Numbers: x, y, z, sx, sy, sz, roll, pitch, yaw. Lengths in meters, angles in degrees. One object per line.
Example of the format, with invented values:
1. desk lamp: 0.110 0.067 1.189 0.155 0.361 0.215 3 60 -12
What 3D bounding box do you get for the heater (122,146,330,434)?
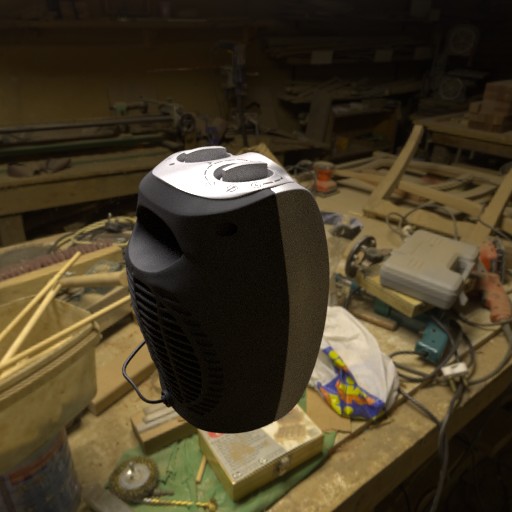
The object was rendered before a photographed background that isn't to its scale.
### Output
1. heater: 0.000 0.000 0.467 0.291 0.240 0.239 -18 32 -31
